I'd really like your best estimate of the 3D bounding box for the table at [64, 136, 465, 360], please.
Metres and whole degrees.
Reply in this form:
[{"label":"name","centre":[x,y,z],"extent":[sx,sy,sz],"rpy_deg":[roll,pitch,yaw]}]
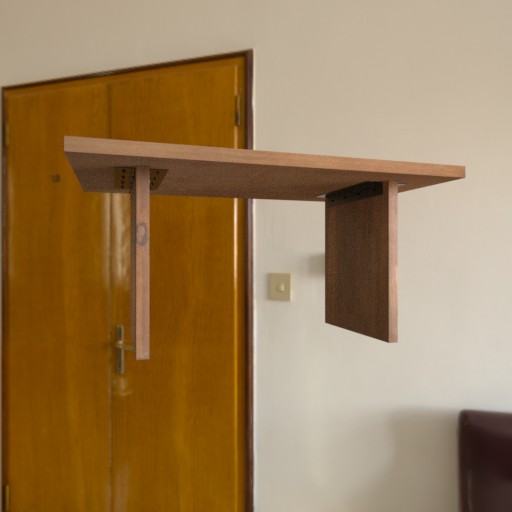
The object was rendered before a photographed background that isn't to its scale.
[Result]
[{"label":"table","centre":[0.000,0.000,2.131],"extent":[1.609,0.780,0.946],"rpy_deg":[0,0,-18]}]
